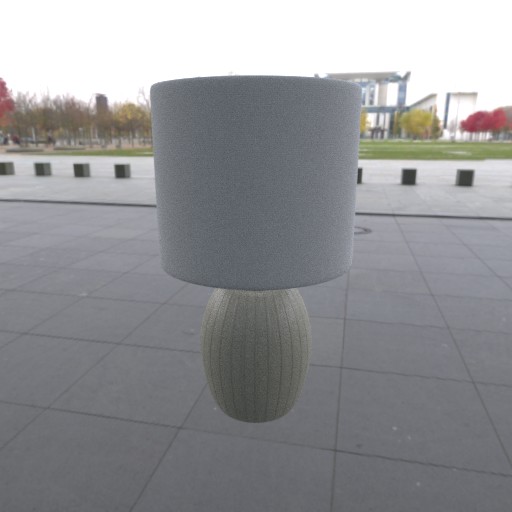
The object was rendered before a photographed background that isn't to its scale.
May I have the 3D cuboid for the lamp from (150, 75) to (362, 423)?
[{"bbox_3d":[0.000,0.000,0.773,0.329,0.570,0.329,8,17,27],"label":"lamp"}]
